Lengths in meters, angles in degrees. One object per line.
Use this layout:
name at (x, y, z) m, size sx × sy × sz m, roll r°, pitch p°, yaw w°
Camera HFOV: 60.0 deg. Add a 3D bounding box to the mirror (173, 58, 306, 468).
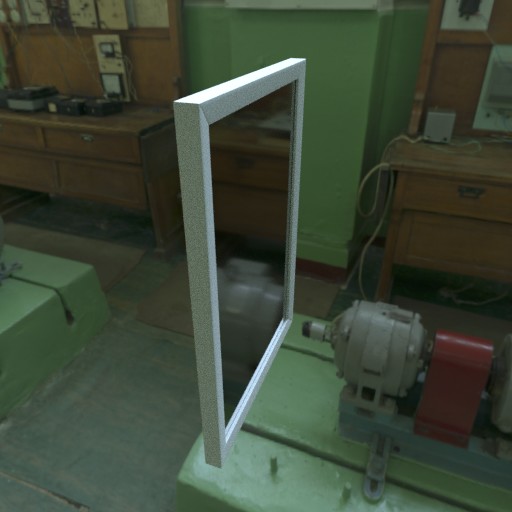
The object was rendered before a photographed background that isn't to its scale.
mirror at (0.000, 0.000, 0.928) m, size 0.040 × 0.710 × 0.507 m, roll 11°, pitch 32°, yaw 18°
